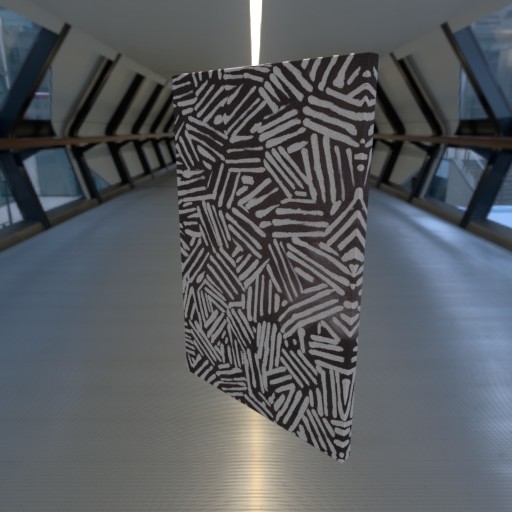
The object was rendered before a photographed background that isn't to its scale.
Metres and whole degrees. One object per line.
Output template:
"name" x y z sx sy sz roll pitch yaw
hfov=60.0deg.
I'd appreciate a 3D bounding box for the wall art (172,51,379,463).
"wall art" 0.000 0.000 1.158 0.615 0.918 0.035 16 23 42
